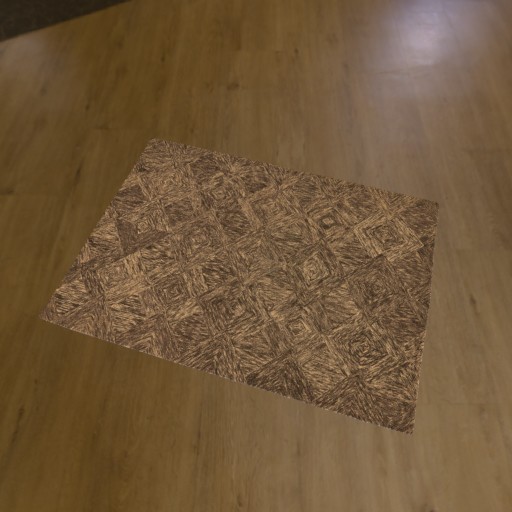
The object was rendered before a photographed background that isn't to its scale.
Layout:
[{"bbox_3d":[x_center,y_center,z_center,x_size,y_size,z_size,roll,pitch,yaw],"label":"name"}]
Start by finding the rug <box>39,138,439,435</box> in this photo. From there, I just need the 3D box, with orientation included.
[{"bbox_3d":[0.000,0.000,5.304,4.093,0.020,2.997,15,59,9],"label":"rug"}]
